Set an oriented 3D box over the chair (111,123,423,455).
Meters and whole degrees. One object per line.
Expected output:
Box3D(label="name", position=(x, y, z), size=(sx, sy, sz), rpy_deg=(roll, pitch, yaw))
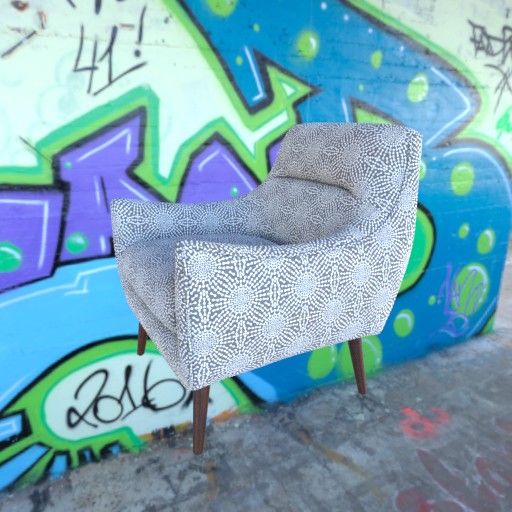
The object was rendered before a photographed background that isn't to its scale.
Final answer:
Box3D(label="chair", position=(0.000, 0.000, 1.456), size=(0.787, 0.838, 0.762), rpy_deg=(-9, 19, -27))
